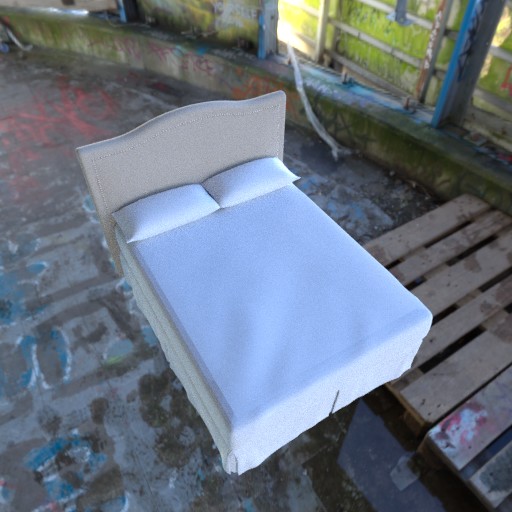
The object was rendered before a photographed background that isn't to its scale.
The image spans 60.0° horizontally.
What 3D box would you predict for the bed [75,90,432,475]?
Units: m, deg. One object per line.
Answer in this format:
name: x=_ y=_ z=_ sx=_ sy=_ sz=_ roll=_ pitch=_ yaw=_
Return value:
bed: x=0.000 y=0.000 z=3.144 sx=1.678 sy=1.398 sz=2.052 roll=-23 pitch=51 yaw=-21
